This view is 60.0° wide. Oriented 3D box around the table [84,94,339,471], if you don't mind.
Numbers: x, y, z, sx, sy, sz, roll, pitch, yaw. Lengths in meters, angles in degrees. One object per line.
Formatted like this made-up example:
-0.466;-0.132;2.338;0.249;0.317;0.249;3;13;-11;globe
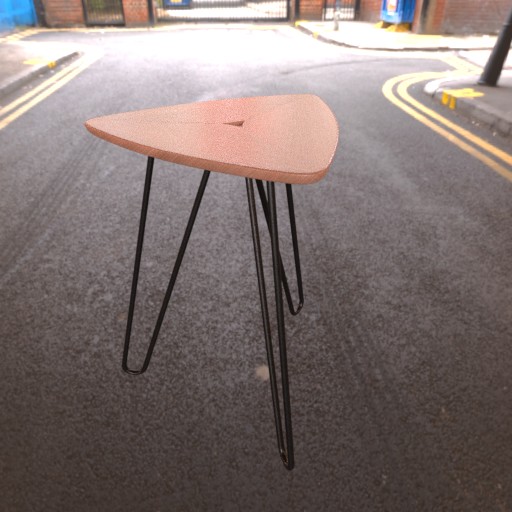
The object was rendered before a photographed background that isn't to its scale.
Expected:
0.000;0.000;0.903;0.442;0.564;0.455;20;37;28;table
